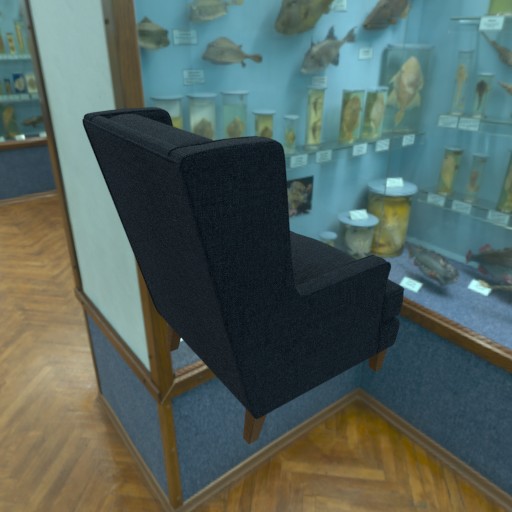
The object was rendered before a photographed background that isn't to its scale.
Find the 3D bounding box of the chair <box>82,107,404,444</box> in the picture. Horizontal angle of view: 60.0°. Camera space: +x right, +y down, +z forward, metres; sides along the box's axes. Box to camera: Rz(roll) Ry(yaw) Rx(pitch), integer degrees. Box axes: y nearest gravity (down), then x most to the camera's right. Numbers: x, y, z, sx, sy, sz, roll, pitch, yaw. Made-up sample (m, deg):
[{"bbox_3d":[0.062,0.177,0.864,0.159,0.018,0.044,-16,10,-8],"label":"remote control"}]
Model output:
[{"bbox_3d":[0.000,0.000,1.727,0.947,1.072,0.764,-17,31,-31],"label":"chair"}]
